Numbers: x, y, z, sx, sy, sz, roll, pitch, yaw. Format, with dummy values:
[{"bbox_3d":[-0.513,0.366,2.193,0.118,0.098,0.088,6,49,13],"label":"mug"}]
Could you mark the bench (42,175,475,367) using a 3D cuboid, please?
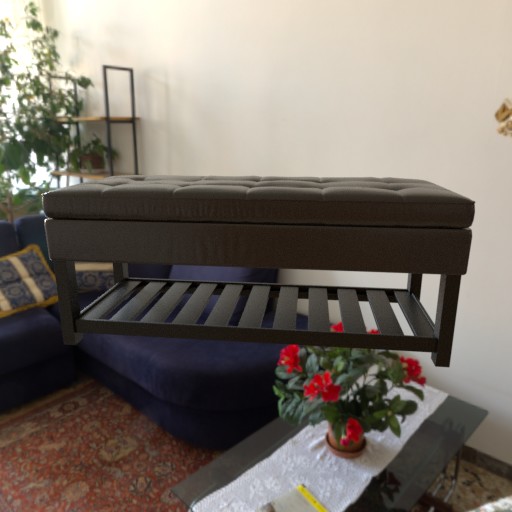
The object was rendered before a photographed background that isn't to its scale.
[{"bbox_3d":[0.000,0.000,1.358,1.105,0.460,0.432,2,16,7],"label":"bench"}]
